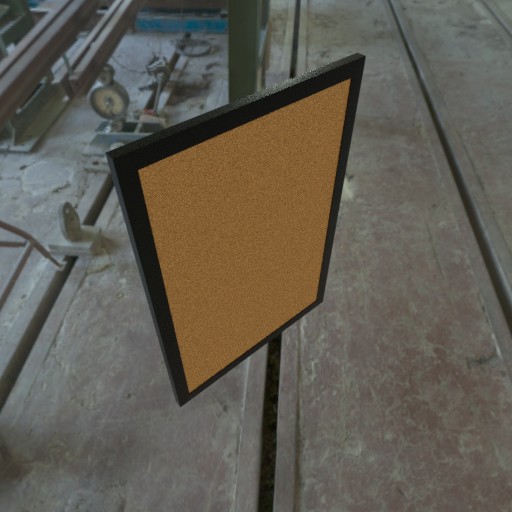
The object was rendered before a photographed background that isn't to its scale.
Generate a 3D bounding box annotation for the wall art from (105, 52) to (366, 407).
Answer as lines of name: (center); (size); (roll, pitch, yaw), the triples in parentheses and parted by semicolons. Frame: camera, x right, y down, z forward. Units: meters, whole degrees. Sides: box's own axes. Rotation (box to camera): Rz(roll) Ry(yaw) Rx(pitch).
wall art: (0.000, 0.000, 0.869); (0.462, 0.656, 0.019); (-32, 54, -27)
